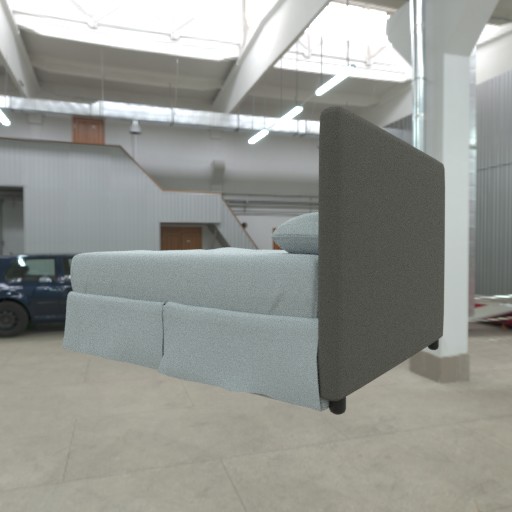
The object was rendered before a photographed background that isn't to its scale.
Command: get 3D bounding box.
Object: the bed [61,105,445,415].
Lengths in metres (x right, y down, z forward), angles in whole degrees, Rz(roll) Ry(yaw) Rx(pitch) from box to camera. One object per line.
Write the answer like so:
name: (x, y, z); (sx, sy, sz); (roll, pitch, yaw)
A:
bed: (0.000, 0.000, 3.126); (2.142, 1.330, 1.748); (1, 2, 37)
